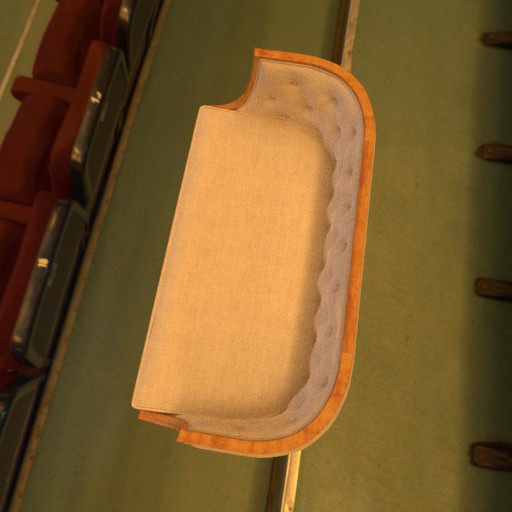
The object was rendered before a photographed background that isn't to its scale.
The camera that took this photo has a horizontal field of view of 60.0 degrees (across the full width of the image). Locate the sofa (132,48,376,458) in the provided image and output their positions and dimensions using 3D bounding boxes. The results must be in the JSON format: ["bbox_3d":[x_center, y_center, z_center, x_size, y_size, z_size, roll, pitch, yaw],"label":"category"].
[{"bbox_3d":[0.000,0.000,1.890,0.770,0.775,1.474,9,74,3],"label":"sofa"}]
